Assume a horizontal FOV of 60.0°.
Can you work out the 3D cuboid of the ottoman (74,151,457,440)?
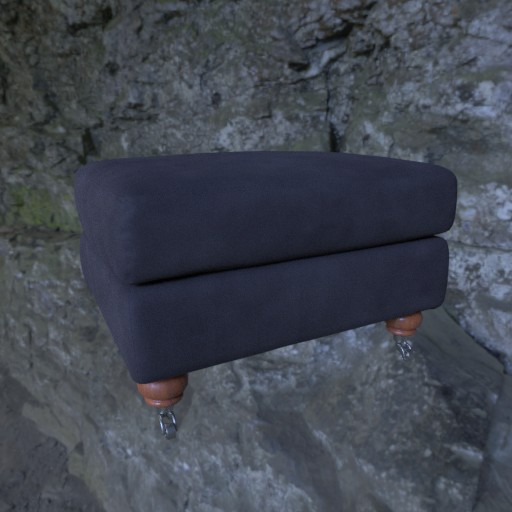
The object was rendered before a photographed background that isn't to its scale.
[{"bbox_3d":[0.000,0.000,1.103,0.773,0.497,0.574,-9,19,-26],"label":"ottoman"}]
